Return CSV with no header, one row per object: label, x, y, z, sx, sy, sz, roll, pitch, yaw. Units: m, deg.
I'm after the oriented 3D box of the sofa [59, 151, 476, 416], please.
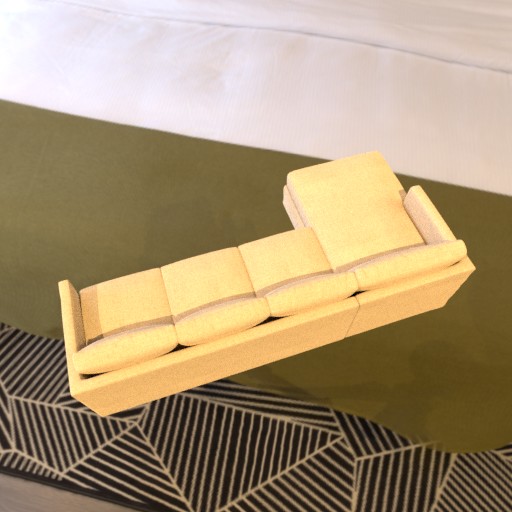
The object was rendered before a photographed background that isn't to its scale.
sofa,0.000,0.000,3.896,3.205,0.922,1.650,-16,60,-9
